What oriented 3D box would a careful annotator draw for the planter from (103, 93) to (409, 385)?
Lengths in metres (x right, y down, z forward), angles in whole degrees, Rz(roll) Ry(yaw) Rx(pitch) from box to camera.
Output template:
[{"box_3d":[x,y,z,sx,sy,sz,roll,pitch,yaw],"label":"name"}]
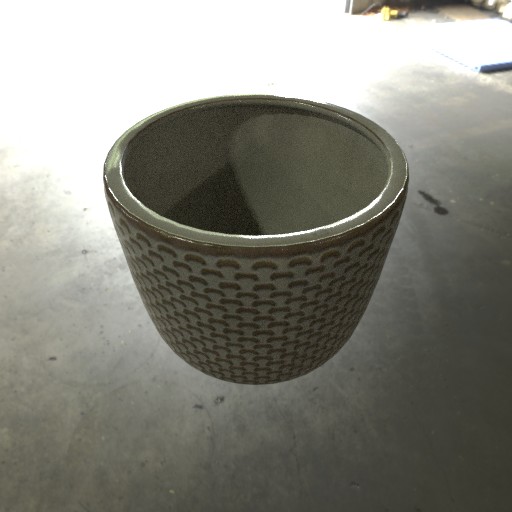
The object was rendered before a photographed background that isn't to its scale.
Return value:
[{"box_3d":[0.000,0.000,0.246,0.139,0.130,0.139,0,42,0],"label":"planter"}]
